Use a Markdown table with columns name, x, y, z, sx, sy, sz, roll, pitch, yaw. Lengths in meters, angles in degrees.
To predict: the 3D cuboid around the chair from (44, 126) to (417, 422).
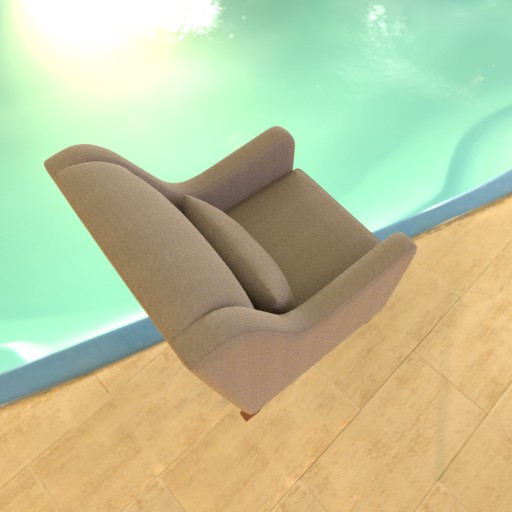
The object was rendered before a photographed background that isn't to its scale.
| name | x | y | z | sx | sy | sz | roll | pitch | yaw |
| --- | --- | --- | --- | --- | --- | --- | --- | --- | --- |
| chair | 0.000 | 0.000 | 1.561 | 0.890 | 1.017 | 0.715 | -34 | 65 | -18 |
